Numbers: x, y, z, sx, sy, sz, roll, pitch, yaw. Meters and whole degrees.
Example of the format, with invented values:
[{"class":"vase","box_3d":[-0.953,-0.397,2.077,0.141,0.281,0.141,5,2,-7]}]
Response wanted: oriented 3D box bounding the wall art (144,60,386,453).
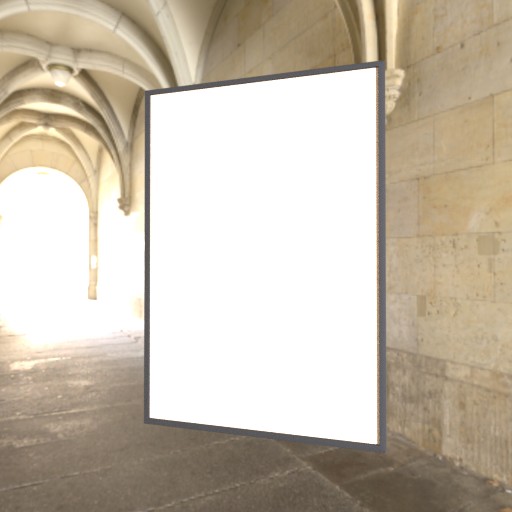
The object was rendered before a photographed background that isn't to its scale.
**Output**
[{"class":"wall art","box_3d":[0.000,0.000,0.814,0.457,0.657,0.013,0,-1,17]}]
